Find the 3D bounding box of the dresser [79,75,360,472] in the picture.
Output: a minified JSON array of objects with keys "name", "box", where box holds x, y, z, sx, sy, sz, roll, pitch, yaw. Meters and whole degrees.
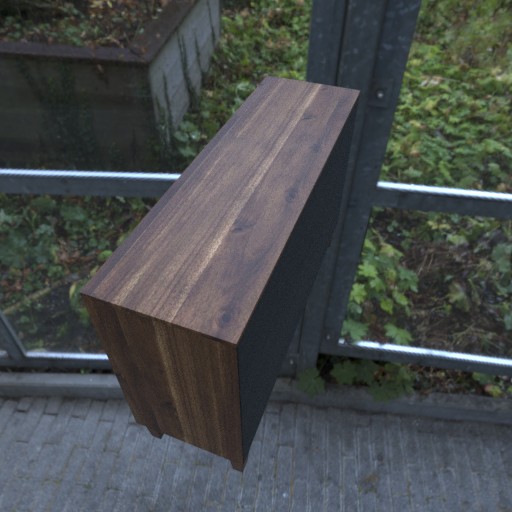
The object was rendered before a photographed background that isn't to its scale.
[{"name":"dresser","box":[0.000,0.000,1.838,0.438,0.892,1.387,15,47,15]}]
